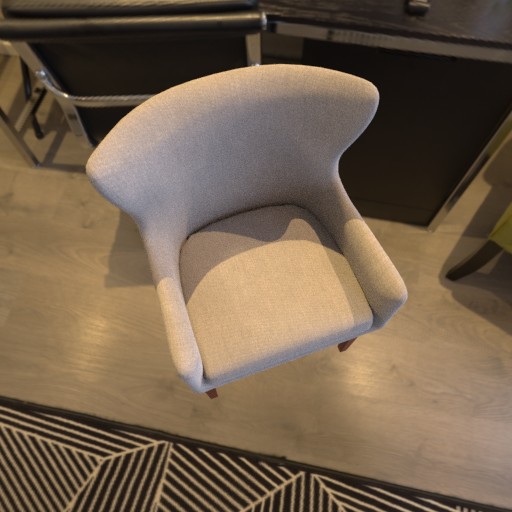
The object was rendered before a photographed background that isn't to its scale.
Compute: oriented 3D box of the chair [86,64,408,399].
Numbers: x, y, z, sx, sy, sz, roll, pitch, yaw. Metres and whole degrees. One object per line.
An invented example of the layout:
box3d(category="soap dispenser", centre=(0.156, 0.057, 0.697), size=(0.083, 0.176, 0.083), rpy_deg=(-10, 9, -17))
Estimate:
box3d(category="chair", centre=(0.000, 0.000, 1.416), size=(0.732, 0.948, 0.677), rpy_deg=(-18, 66, -8))
